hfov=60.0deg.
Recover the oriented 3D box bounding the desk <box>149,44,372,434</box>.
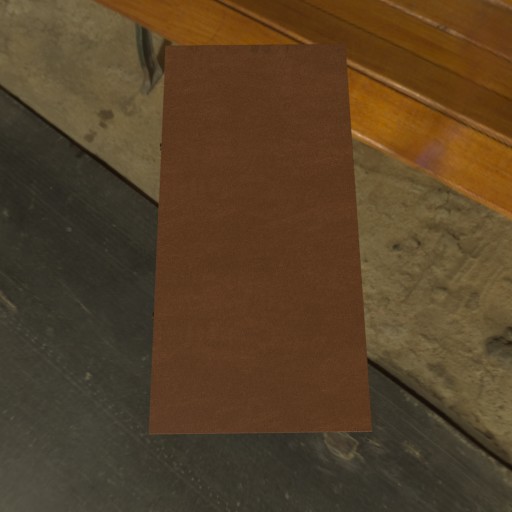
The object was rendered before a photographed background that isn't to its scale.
[{"bbox_3d":[0.000,0.000,1.411,0.510,0.758,0.949,-1,76,0],"label":"desk"}]
